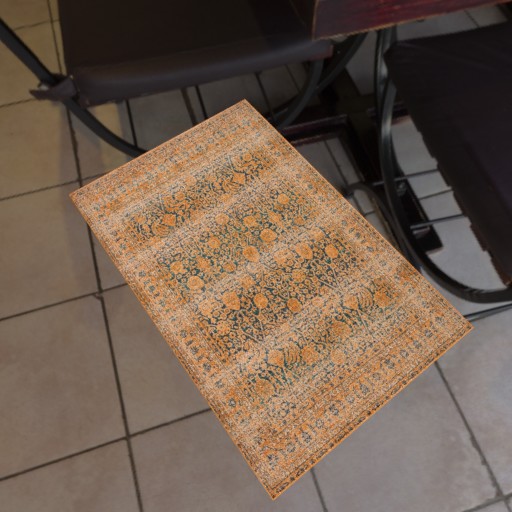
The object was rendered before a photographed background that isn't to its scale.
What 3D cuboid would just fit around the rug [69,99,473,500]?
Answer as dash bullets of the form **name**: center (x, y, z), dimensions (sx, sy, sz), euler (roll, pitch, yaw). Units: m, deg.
- **rug**: center (0.000, 0.000, 2.882), dimensions (1.525, 0.007, 2.336), euler (-34, 68, -16)
